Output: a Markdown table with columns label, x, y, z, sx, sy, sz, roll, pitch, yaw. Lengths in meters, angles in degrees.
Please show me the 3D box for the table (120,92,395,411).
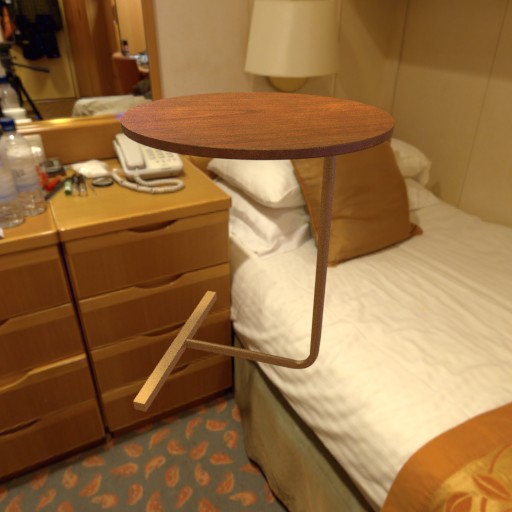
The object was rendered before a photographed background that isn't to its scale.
| label | x | y | z | sx | sy | sz | roll | pitch | yaw |
| --- | --- | --- | --- | --- | --- | --- | --- | --- | --- |
| table | 0.000 | 0.000 | 1.130 | 0.577 | 0.706 | 0.530 | 8 | 31 | 14 |
